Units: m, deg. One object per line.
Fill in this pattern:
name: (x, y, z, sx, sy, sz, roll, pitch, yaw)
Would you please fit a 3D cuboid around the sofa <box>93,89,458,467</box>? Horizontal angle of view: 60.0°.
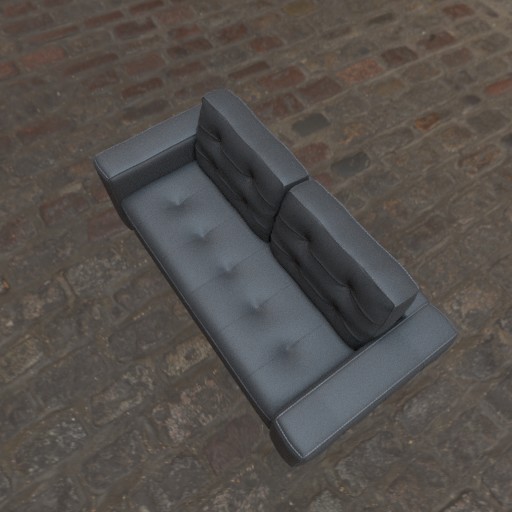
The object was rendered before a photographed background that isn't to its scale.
sofa: (0.000, 0.000, 2.150, 0.833, 0.893, 1.726, -32, 67, -16)
